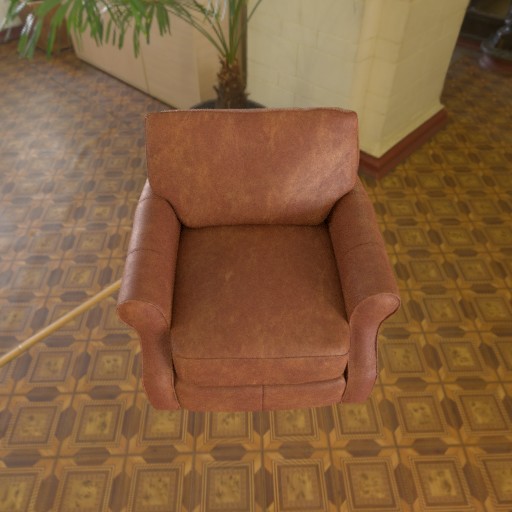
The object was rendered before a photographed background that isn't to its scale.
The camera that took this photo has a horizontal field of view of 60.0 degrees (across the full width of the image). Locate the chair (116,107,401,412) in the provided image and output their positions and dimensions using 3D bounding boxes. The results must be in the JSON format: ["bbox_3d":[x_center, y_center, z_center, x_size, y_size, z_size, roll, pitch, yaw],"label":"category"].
[{"bbox_3d":[0.000,0.000,1.794,0.983,0.962,0.986,-2,46,-2],"label":"chair"}]
